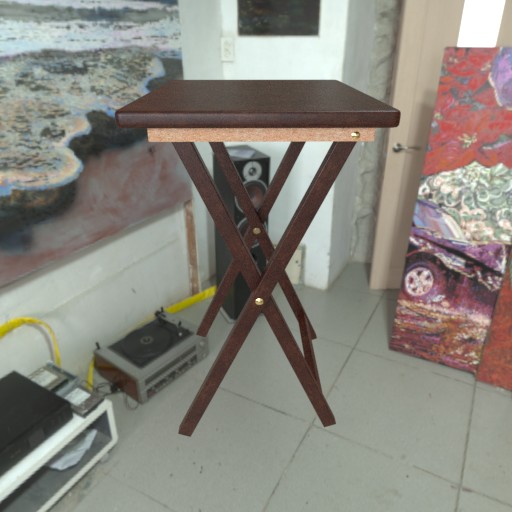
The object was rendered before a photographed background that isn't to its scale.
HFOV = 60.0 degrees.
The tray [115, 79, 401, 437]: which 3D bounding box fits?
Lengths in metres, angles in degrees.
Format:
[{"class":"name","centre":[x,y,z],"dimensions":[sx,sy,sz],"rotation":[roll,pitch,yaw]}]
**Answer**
[{"class":"tray","centre":[0.000,0.000,0.942],"dimensions":[0.381,0.660,0.483],"rotation":[0,26,-1]}]
